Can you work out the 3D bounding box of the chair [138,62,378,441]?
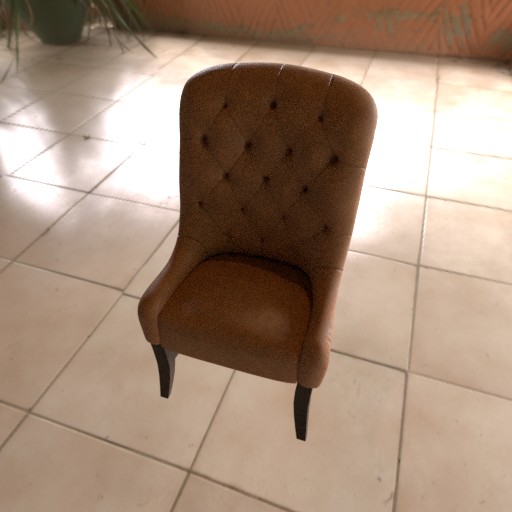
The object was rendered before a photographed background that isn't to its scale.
[{"bbox_3d":[0.000,0.000,1.511,0.634,1.091,0.629,12,43,14],"label":"chair"}]
